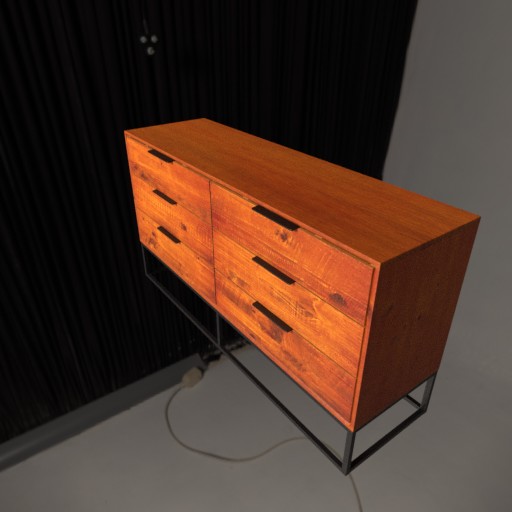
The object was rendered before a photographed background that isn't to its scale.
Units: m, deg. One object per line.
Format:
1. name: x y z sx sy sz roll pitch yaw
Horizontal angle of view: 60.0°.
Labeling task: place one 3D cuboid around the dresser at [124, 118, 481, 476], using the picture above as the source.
1. dresser: 0.000 0.000 1.883 0.464 0.810 1.536 -20 36 -31
